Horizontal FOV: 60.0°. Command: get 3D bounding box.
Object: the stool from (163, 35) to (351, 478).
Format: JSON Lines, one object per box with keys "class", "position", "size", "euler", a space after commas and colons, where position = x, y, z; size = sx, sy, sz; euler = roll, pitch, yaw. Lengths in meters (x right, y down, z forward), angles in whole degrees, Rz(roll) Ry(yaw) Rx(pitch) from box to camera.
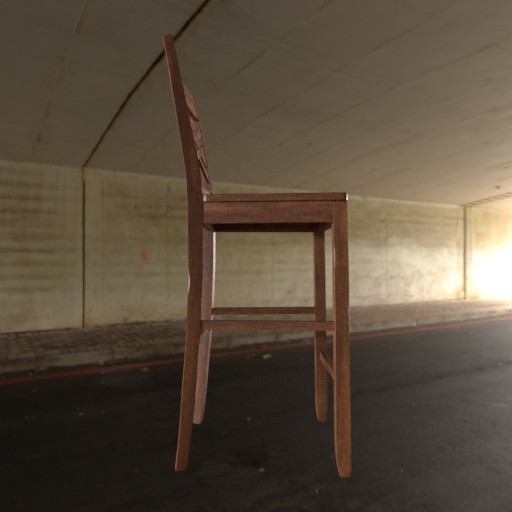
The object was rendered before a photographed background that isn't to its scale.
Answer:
{"class": "stool", "position": [0.000, 0.000, 1.315], "size": [0.487, 1.105, 0.433], "euler": [0, -1, 0]}
